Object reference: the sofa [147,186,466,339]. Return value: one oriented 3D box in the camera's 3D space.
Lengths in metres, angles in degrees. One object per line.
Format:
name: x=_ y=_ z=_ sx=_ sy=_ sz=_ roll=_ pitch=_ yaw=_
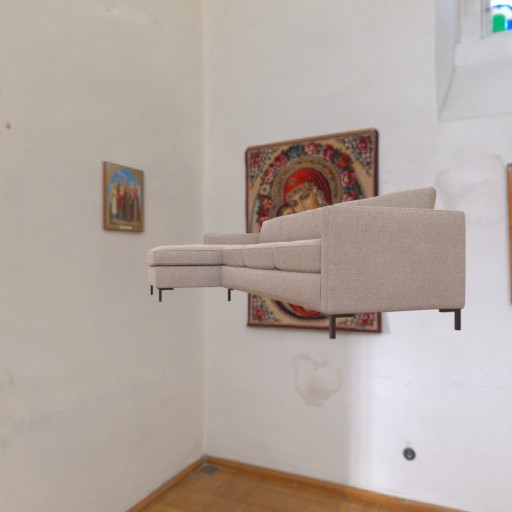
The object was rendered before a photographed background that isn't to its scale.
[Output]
sofa: x=0.000 y=0.000 z=3.542 sx=1.469 sy=0.816 sz=2.923 roll=0 pitch=0 yaw=-19
